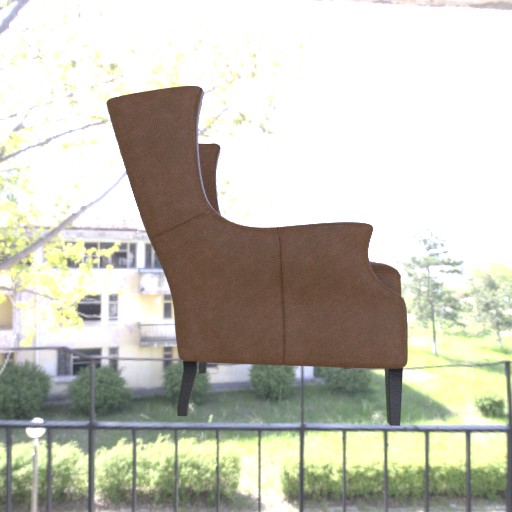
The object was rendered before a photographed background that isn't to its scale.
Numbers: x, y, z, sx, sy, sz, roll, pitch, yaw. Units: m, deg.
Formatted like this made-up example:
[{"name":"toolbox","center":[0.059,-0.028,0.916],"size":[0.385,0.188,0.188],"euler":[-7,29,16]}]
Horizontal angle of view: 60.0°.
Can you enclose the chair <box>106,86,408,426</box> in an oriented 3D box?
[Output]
[{"name":"chair","center":[0.000,0.000,1.681],"size":[0.925,1.016,0.852],"euler":[0,0,0]}]
